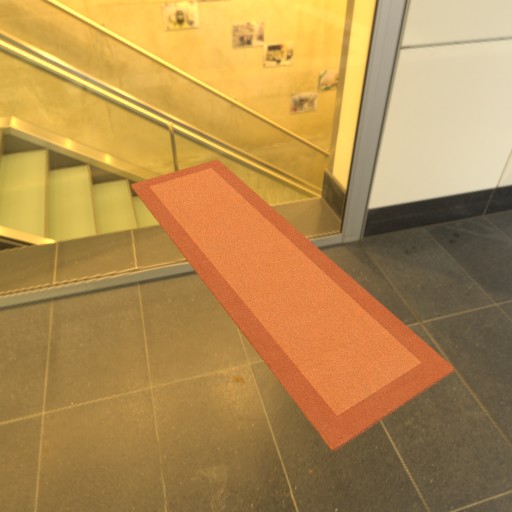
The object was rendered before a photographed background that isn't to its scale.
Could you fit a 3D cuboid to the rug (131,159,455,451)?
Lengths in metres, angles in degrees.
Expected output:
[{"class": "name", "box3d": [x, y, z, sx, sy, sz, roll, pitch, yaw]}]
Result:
[{"class": "rug", "box3d": [0.000, 0.000, 2.758, 0.914, 0.013, 2.471, -25, 47, -26]}]
